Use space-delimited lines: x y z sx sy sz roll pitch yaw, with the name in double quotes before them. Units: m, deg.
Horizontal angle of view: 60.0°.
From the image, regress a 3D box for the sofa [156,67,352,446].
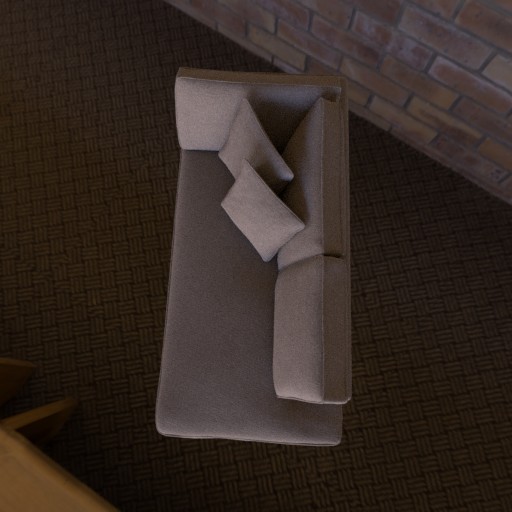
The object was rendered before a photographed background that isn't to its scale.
"sofa" 0.000 0.000 2.836 1.110 1.033 2.237 2 76 1
